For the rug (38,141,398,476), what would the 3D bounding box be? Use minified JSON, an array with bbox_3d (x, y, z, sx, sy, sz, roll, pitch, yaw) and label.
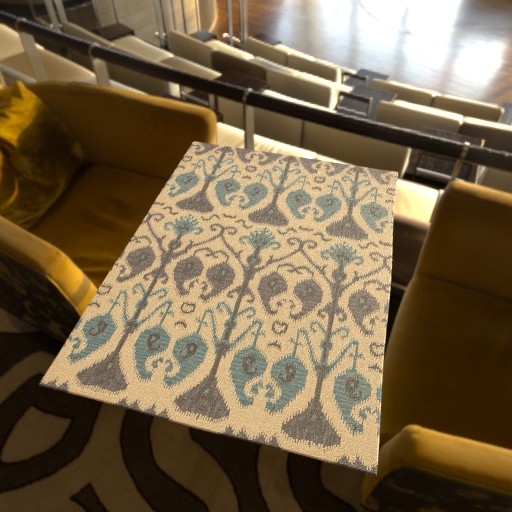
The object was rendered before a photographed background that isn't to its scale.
[{"bbox_3d":[0.000,0.000,2.812,1.676,0.013,2.261,11,48,10],"label":"rug"}]
